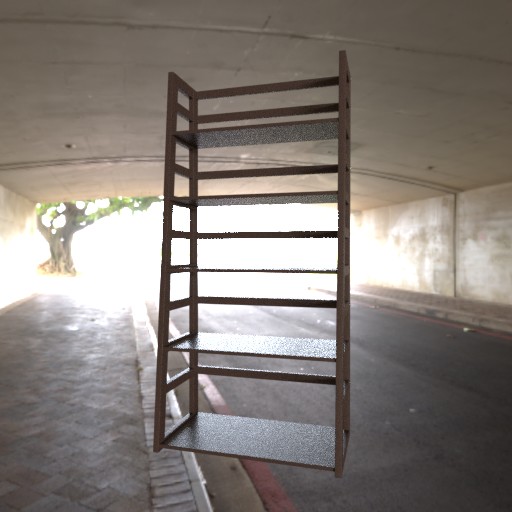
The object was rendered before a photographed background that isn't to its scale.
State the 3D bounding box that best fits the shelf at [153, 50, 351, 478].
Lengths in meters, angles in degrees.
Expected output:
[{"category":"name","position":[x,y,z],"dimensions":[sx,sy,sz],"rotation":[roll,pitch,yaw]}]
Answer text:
[{"category":"shelf","position":[0.000,0.000,1.890],"dimensions":[0.763,1.600,0.403],"rotation":[0,0,16]}]
